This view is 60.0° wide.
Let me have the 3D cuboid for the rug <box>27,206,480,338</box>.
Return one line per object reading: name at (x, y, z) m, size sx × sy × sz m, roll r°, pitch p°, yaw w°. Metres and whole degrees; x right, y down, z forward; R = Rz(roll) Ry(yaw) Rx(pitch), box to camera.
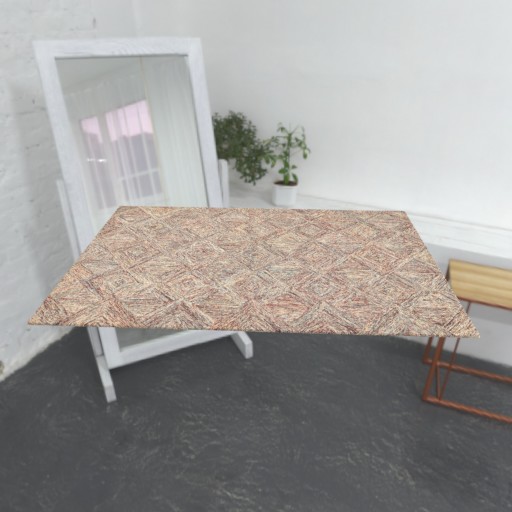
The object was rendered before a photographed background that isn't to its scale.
rug at (0.000, 0.000, 2.893) m, size 2.285 × 0.019 × 1.523 m, roll 1°, pitch 30°, yaw 2°
